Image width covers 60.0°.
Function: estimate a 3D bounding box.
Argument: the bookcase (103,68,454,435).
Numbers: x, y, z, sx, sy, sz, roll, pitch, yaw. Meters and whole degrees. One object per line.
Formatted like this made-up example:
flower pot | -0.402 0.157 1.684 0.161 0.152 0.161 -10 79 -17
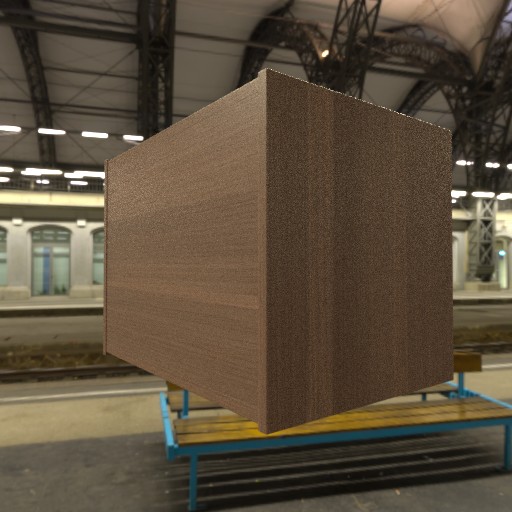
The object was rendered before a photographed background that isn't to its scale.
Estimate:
bookcase | 0.000 0.000 0.621 0.290 0.305 0.415 1 -1 -37
